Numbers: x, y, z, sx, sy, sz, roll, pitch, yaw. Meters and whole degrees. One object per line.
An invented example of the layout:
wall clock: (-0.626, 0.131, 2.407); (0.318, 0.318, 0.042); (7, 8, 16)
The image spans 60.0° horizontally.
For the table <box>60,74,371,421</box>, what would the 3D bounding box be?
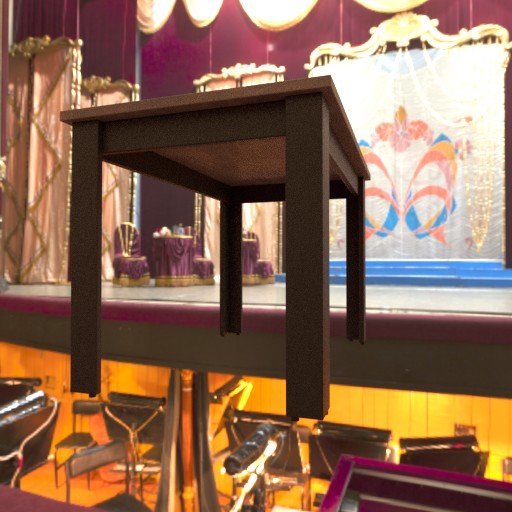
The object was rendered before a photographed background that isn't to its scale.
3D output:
table: (0.000, 0.000, 1.547); (0.700, 0.734, 1.100); (0, -1, 19)
